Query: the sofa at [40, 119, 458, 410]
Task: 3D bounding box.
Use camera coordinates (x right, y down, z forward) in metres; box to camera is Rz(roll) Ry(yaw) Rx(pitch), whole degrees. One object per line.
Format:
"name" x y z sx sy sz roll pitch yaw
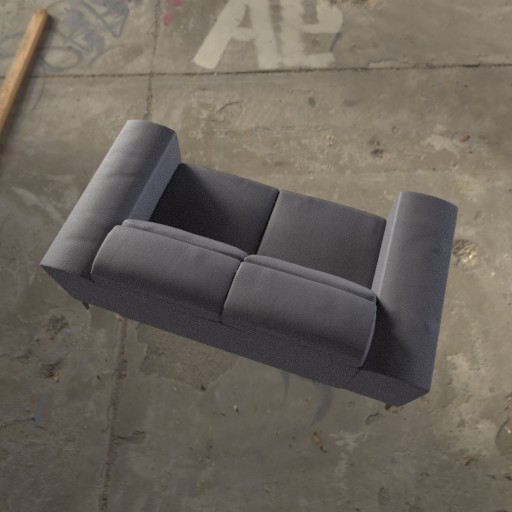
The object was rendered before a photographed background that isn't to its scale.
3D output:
"sofa" 0.000 0.000 2.402 1.895 0.779 1.003 17 65 8
